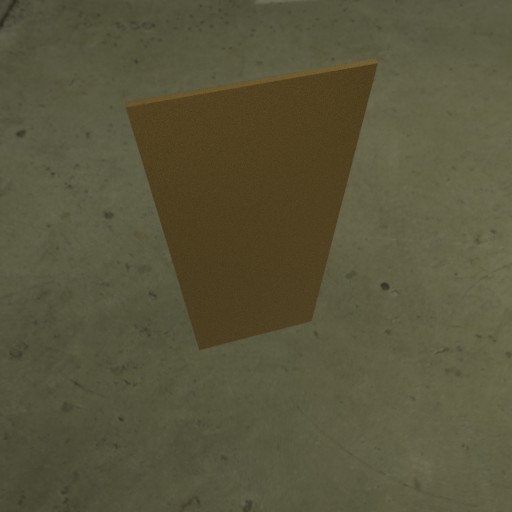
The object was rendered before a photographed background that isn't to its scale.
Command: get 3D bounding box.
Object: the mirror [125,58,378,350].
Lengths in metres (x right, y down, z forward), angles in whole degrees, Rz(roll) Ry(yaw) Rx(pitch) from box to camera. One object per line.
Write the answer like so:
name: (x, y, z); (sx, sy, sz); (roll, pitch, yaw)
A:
mirror: (0.000, 0.000, 2.242); (0.812, 2.031, 0.025); (-13, 59, -8)
